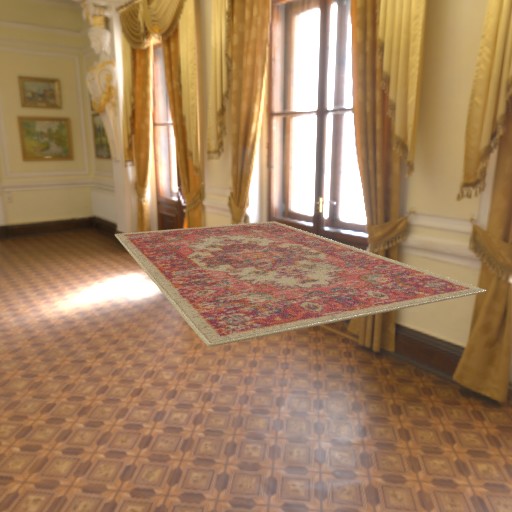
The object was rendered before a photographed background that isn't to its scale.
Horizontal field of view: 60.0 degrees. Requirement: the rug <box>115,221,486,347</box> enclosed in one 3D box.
[{"bbox_3d":[0.000,0.000,1.100,0.556,0.004,0.868,-7,15,-24],"label":"rug"}]
